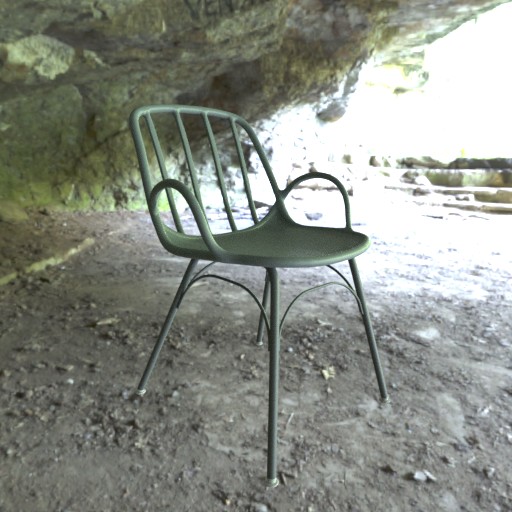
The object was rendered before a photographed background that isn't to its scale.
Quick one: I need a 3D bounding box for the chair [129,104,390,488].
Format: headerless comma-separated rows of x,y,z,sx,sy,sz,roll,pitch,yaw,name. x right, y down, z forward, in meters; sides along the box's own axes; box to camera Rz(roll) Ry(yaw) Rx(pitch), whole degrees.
0.000,0.000,1.199,0.549,0.816,0.597,-12,18,-43,chair
